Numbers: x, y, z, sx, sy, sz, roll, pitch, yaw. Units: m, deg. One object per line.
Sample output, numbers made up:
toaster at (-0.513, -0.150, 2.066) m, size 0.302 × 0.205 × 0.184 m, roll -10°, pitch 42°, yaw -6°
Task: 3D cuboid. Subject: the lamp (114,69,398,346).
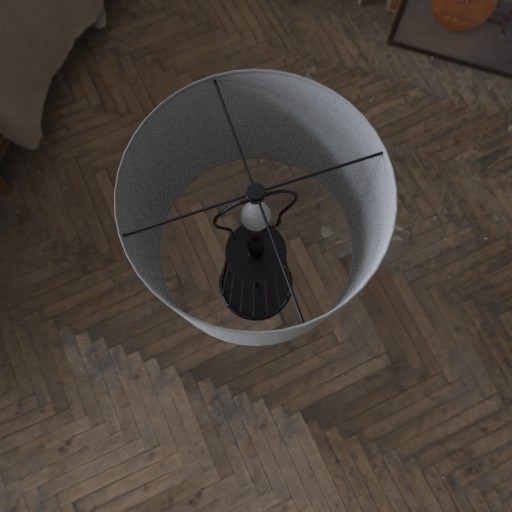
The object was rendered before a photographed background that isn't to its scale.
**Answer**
lamp at (0.000, 0.000, 0.790) m, size 0.322 × 0.593 × 0.322 m, roll -18°, pitch 76°, yaw -5°
